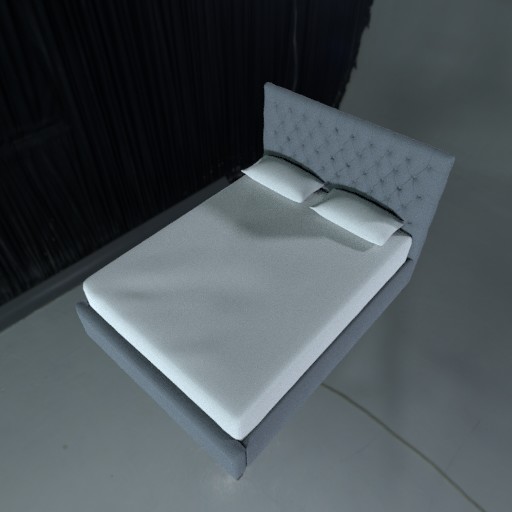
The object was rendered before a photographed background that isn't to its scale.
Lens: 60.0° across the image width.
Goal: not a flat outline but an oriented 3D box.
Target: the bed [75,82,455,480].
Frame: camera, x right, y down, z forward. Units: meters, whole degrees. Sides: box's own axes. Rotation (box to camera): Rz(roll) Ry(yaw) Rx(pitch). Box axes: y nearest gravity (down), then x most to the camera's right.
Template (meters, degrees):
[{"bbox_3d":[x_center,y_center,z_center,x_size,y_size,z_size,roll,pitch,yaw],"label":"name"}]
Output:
[{"bbox_3d":[0.000,0.000,3.312,1.698,1.427,2.231,33,54,28],"label":"bed"}]
